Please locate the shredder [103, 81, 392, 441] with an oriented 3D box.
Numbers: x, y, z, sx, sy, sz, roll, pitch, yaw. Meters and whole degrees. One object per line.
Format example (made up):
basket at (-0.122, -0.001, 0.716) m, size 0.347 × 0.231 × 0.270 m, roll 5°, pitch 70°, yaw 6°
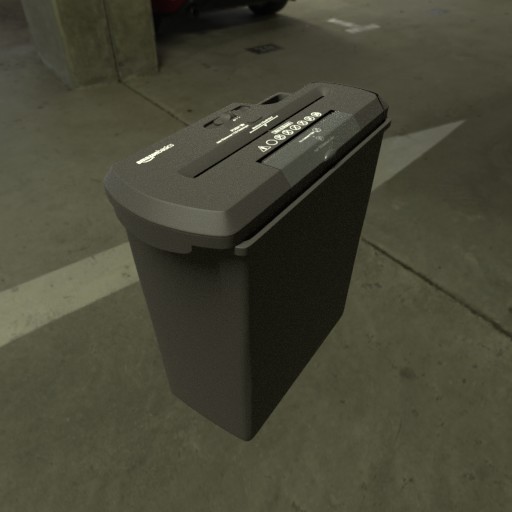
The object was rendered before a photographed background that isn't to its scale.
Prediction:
shredder at (0.000, 0.000, 0.520) m, size 0.170 × 0.335 × 0.320 m, roll 24°, pitch 45°, yaw 26°
